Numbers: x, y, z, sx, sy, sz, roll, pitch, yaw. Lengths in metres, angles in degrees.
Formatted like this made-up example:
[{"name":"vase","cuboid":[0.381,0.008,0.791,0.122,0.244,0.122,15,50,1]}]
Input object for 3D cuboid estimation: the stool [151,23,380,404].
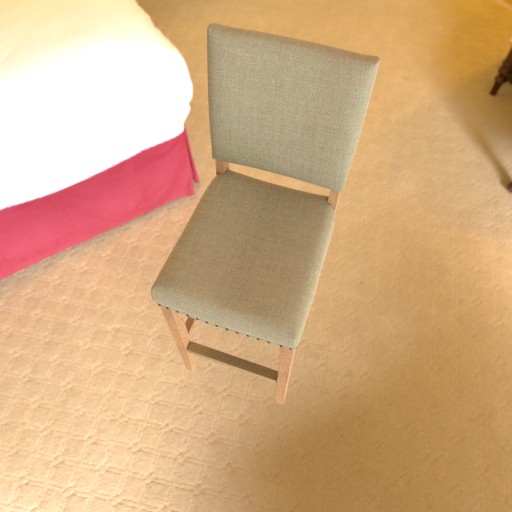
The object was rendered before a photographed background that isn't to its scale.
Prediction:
[{"name":"stool","cuboid":[0.000,0.000,1.459,0.445,1.203,0.585,17,60,10]}]
